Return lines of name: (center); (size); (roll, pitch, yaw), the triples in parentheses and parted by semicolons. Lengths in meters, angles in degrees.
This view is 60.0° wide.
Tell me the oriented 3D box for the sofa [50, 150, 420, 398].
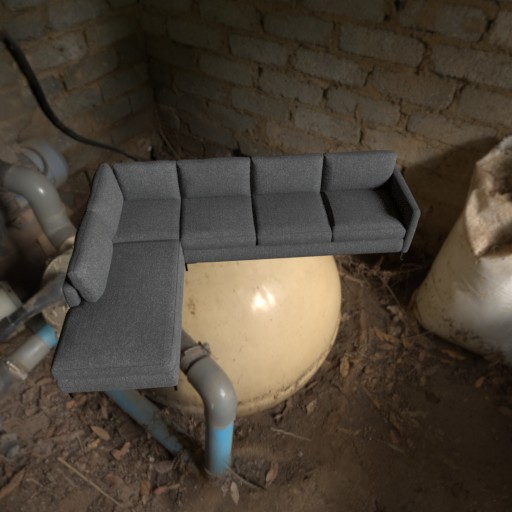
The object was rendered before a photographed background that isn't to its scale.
sofa: (0.000, 0.000, 3.721); (2.949, 0.815, 2.007); (-3, 45, -3)
